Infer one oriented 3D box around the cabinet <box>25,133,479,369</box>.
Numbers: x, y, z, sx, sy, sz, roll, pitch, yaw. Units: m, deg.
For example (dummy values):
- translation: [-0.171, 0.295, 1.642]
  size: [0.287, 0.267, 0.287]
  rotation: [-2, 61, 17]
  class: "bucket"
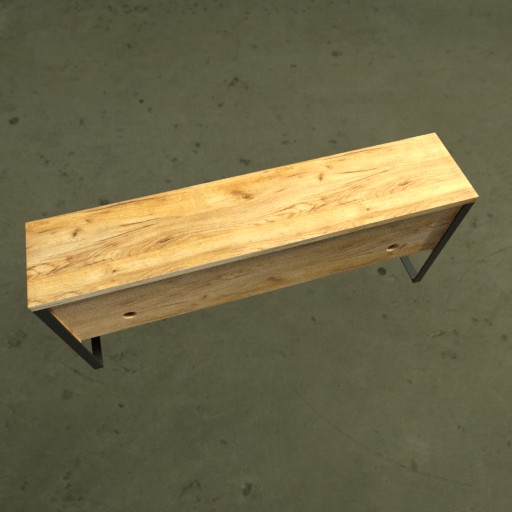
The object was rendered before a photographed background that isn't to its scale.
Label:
- translation: [0.000, 0.000, 2.125]
  size: [1.800, 0.762, 0.395]
  rotation: [-14, 60, -8]
  class: "cabinet"
